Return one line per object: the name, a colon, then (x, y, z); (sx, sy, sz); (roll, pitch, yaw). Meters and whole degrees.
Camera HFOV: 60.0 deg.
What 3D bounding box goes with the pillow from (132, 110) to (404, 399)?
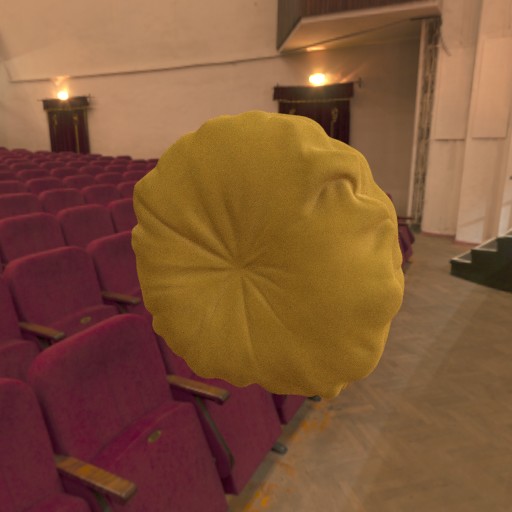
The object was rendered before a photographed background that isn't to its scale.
pillow: (0.000, 0.000, 0.653); (0.428, 0.407, 0.148); (7, 15, 26)
